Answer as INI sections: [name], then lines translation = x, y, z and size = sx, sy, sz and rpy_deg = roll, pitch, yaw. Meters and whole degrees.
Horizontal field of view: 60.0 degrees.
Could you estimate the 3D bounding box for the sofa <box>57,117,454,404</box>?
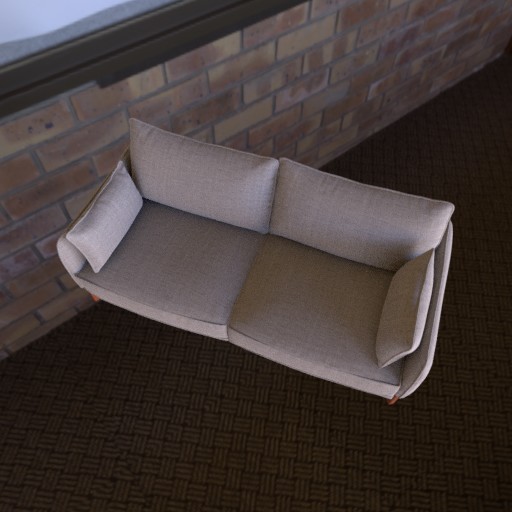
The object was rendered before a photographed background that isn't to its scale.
[sofa]
translation = 0.000, 0.000, 2.481
size = 1.989, 0.851, 0.972
rpy_deg = 17, 58, 11
